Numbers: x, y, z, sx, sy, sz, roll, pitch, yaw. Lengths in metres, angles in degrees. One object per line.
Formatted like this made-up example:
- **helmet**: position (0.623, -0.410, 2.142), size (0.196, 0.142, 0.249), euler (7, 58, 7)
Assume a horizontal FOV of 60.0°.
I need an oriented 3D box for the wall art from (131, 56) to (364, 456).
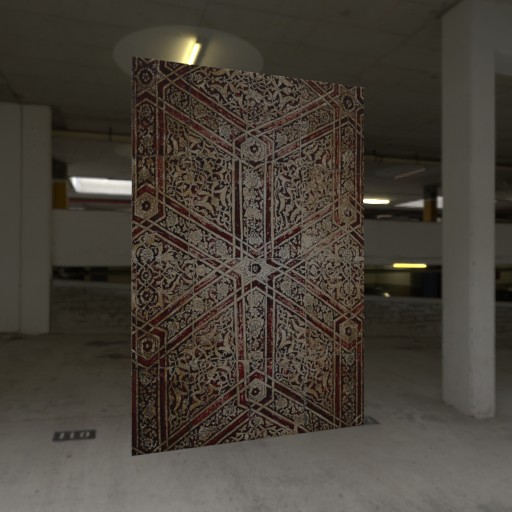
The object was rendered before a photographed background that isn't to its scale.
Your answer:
- **wall art**: position (0.000, 0.000, 1.109), size (0.599, 0.904, 0.030), euler (0, 0, -18)
